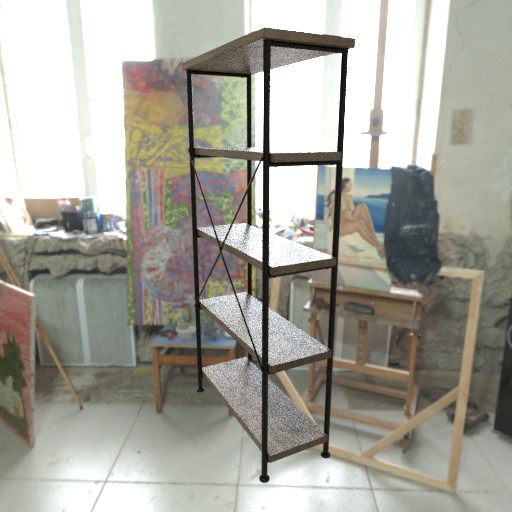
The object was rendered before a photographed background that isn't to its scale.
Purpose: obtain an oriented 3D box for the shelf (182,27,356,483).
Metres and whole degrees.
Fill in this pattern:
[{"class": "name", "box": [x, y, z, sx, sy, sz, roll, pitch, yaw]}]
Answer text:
[{"class": "shelf", "box": [0.000, 0.000, 2.009, 0.360, 1.700, 0.800, -8, 17, -26]}]
